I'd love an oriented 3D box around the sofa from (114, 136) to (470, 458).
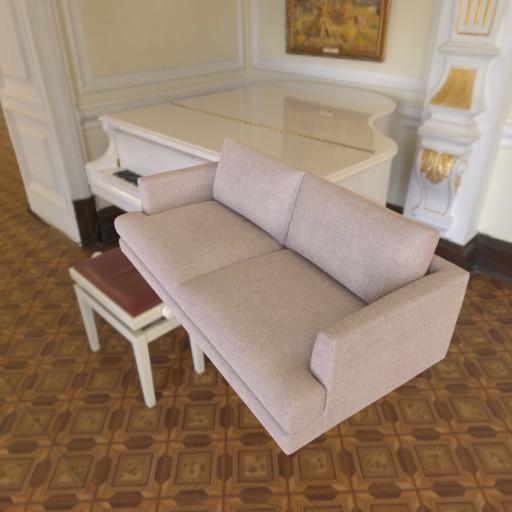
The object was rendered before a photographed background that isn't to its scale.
[{"bbox_3d":[0.000,0.000,2.518,1.020,0.868,1.948,-19,36,-28],"label":"sofa"}]
